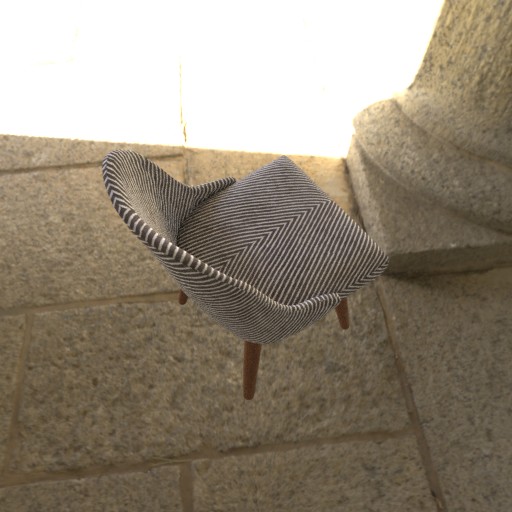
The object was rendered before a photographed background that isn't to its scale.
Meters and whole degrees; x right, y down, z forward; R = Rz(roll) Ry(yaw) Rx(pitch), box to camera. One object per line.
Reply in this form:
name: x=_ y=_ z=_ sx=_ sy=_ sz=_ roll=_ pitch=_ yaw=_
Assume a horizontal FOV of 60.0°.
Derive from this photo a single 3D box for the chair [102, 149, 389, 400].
chair: x=0.000 y=0.000 z=1.236 sx=0.591 sy=0.883 sz=0.504 roll=-32 pitch=64 yaw=-17
